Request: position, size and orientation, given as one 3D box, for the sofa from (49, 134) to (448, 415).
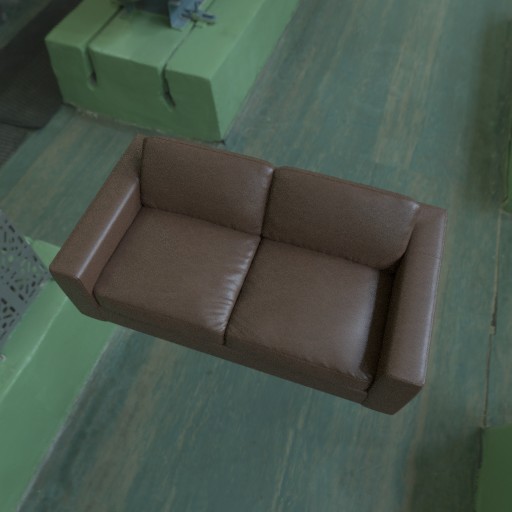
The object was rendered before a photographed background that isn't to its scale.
[{"bbox_3d":[0.000,0.000,2.489,1.920,0.800,1.070,16,59,10],"label":"sofa"}]
